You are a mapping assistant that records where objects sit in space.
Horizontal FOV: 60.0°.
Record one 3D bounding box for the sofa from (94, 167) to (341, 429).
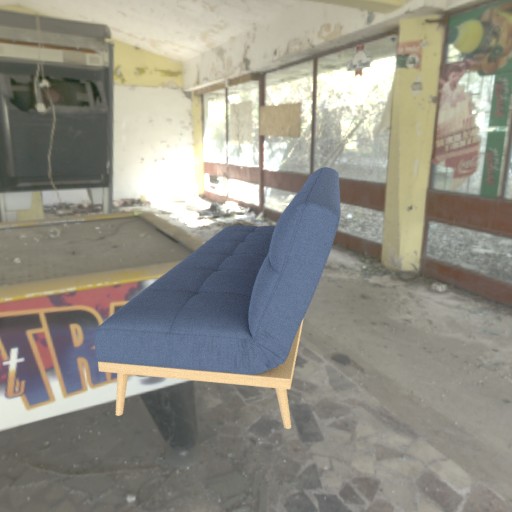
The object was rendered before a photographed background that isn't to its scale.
[{"bbox_3d":[0.000,0.000,2.239,0.796,0.800,1.800,3,15,10],"label":"sofa"}]
